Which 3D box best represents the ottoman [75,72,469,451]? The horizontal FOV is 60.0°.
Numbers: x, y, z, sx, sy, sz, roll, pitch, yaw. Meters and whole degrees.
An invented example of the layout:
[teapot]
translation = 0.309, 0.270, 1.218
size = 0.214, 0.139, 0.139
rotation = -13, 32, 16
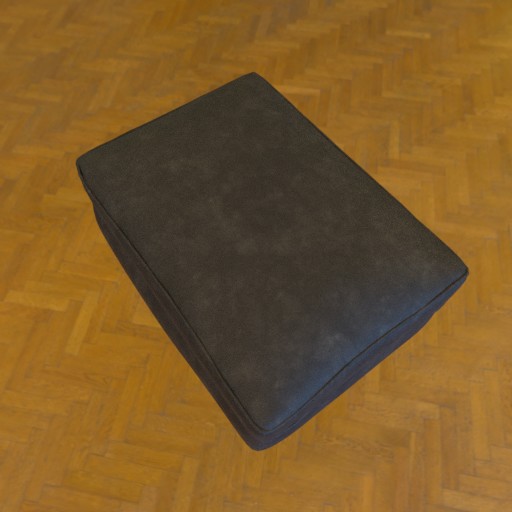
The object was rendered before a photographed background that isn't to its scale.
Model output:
[ottoman]
translation = 0.000, 0.000, 0.974
size = 0.501, 0.413, 0.665
rotation = -33, 66, -17
